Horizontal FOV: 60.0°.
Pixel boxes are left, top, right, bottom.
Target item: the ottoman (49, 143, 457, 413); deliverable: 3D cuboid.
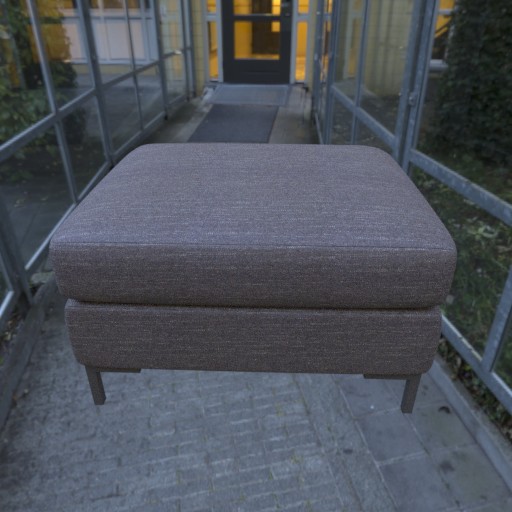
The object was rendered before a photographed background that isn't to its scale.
[{"bbox_3d":[0.000,0.000,1.206,0.820,0.490,0.671,1,30,2],"label":"ottoman"}]
